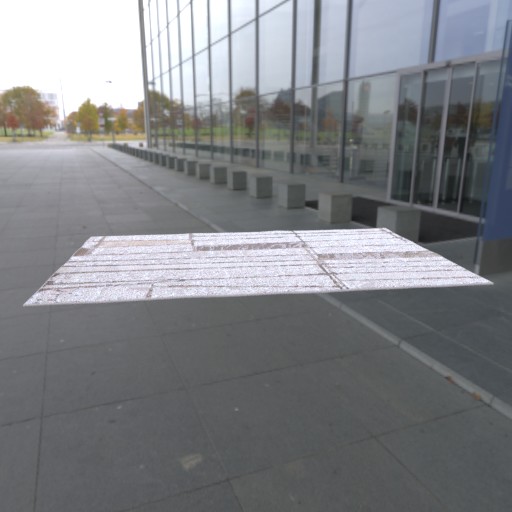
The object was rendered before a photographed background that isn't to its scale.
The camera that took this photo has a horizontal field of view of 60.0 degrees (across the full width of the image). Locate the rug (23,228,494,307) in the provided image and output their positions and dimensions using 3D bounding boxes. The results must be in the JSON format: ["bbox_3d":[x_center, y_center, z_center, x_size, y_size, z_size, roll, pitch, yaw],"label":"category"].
[{"bbox_3d":[0.000,0.000,1.050,0.867,0.007,0.515,-2,16,-7],"label":"rug"}]
